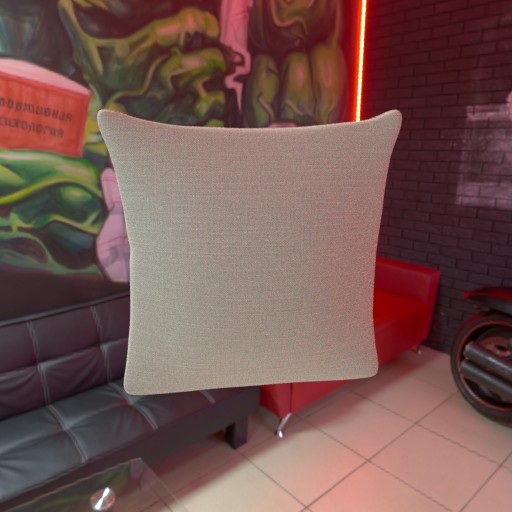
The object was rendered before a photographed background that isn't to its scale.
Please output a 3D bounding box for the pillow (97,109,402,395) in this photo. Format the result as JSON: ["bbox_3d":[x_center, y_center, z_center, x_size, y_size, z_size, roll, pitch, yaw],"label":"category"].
[{"bbox_3d":[0.000,0.000,0.708,0.451,0.449,0.191,-2,14,-8],"label":"pillow"}]
